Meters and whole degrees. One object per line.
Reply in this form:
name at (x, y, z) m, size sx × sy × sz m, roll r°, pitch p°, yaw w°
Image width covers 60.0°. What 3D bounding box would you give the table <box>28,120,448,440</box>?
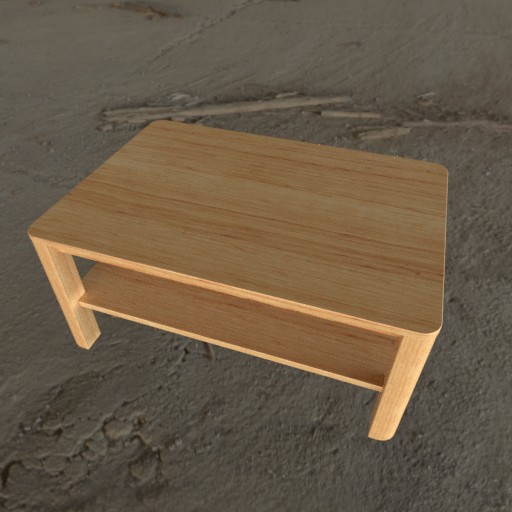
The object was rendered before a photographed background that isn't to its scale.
table at (0.000, 0.000, 1.369) m, size 0.997 × 0.445 × 0.696 m, roll 13°, pitch 43°, yaw 14°
